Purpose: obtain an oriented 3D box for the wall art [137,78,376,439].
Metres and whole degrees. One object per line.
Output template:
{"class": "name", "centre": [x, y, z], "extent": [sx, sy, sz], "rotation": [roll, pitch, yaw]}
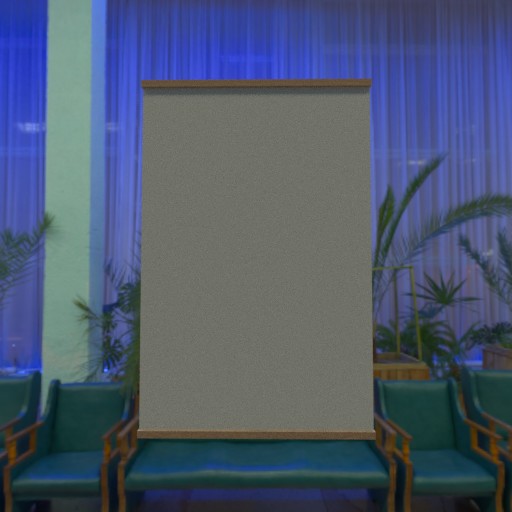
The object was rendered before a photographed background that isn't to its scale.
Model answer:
{"class": "wall art", "centre": [0.000, 0.000, 1.886], "extent": [0.990, 1.519, 0.030], "rotation": [0, -3, 1]}
